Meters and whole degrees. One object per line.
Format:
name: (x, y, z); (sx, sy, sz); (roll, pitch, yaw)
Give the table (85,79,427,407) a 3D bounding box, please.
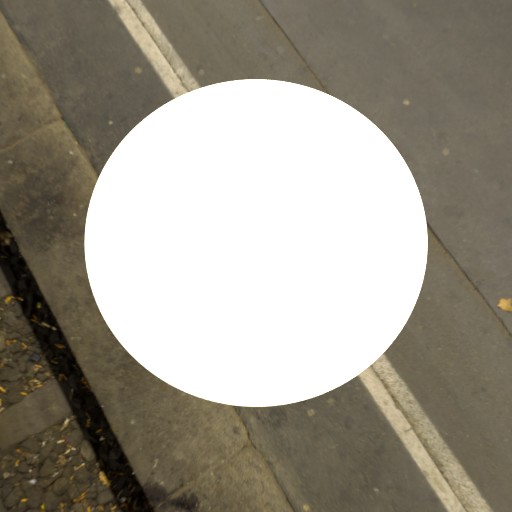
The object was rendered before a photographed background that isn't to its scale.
table: (0.000, 0.000, 0.971); (0.600, 0.400, 0.600); (0, 75, 0)
